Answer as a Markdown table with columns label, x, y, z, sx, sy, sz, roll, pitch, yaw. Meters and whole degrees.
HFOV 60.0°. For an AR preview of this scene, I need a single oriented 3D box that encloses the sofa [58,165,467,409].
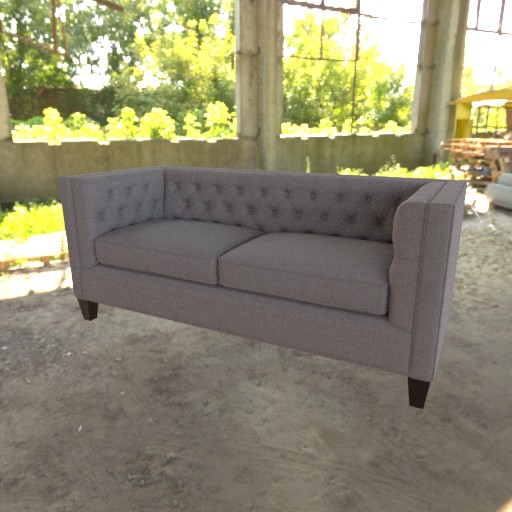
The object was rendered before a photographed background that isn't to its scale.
| label | x | y | z | sx | sy | sz | roll | pitch | yaw |
| --- | --- | --- | --- | --- | --- | --- | --- | --- | --- |
| sofa | 0.000 | 0.000 | 2.186 | 1.778 | 0.762 | 0.775 | 8 | 18 | 26 |
